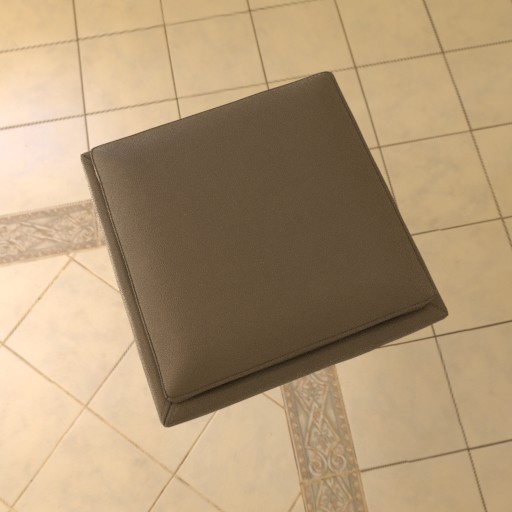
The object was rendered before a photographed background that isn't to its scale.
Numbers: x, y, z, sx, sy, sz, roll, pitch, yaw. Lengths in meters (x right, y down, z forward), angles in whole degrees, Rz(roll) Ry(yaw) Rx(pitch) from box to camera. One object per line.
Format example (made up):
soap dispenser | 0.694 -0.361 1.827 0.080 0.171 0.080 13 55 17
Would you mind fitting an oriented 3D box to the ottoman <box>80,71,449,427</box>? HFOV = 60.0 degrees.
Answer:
ottoman | 0.000 0.000 0.814 0.451 0.460 0.450 -20 77 -5
